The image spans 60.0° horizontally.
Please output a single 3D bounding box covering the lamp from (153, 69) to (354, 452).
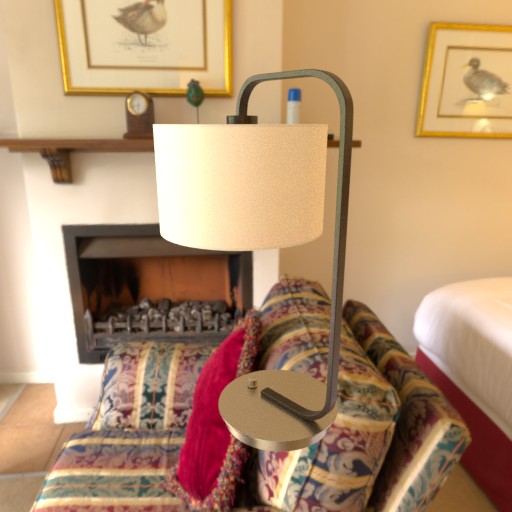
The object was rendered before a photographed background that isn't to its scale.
[{"bbox_3d":[0.000,0.000,0.624,0.230,0.473,0.288,-16,23,-42],"label":"lamp"}]
